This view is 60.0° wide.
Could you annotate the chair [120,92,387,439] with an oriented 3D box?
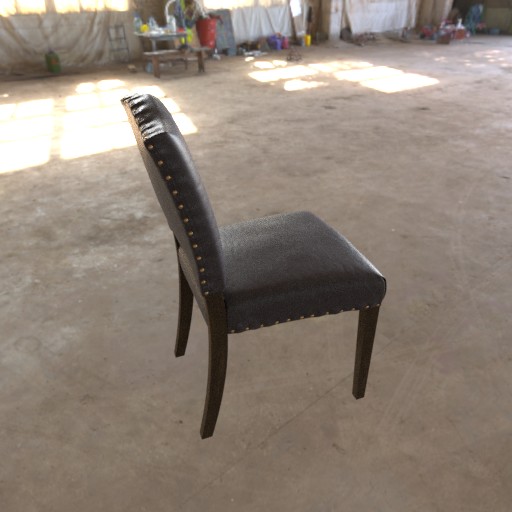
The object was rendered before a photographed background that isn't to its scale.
[{"bbox_3d":[0.000,0.000,1.364,0.633,0.991,0.500,-11,33,-18],"label":"chair"}]
